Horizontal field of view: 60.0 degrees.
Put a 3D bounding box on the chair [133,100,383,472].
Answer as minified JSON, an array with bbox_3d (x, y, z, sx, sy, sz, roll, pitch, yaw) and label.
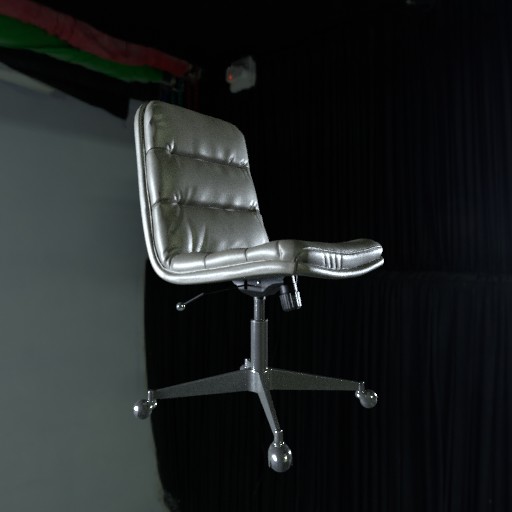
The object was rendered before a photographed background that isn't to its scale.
[{"bbox_3d":[0.000,0.000,1.037,0.485,0.738,0.422,1,2,37],"label":"chair"}]
